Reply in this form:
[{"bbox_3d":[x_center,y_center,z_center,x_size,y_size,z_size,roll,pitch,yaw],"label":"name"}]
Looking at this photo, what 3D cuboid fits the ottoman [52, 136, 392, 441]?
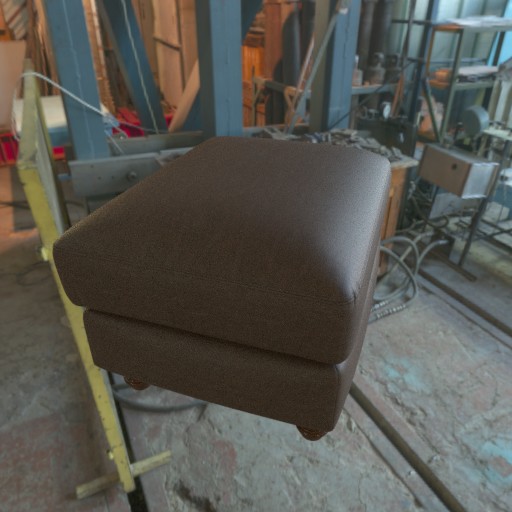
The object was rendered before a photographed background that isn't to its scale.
[{"bbox_3d":[0.000,0.000,1.194,0.635,0.508,0.787,10,32,16],"label":"ottoman"}]
